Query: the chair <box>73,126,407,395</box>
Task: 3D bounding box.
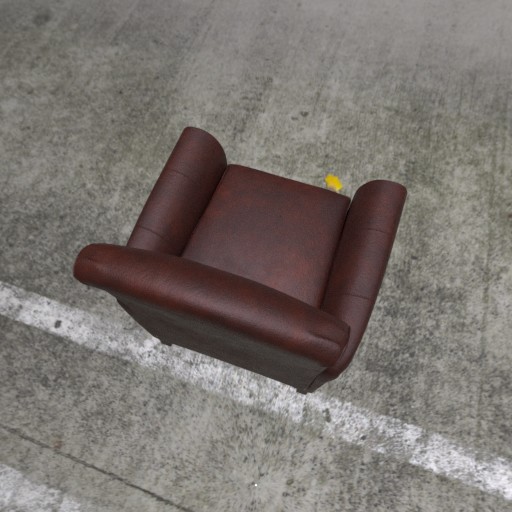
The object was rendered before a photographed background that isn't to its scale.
[{"bbox_3d":[0.000,0.000,1.718,0.978,1.061,0.902,17,64,9],"label":"chair"}]
